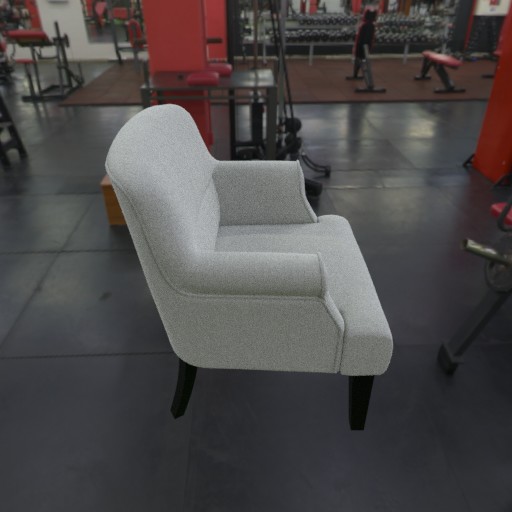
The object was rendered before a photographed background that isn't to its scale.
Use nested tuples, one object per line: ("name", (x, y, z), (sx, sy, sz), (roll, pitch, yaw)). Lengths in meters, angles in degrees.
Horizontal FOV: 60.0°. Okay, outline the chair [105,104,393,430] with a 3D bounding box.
("chair", (0.000, 0.000, 1.458), (0.750, 0.875, 0.781), (0, 32, 0))
